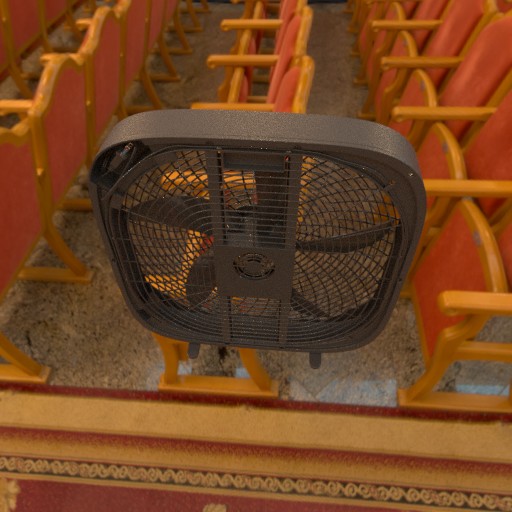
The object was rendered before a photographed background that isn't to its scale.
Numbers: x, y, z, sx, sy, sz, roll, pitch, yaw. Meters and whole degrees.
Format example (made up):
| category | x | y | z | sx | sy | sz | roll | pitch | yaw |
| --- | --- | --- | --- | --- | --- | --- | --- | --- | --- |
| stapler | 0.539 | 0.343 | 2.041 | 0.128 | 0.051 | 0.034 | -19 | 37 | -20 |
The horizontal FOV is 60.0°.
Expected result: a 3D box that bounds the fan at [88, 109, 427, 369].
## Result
| category | x | y | z | sx | sy | sz | roll | pitch | yaw |
| --- | --- | --- | --- | --- | --- | --- | --- | --- | --- |
| fan | 0.000 | 0.000 | 0.815 | 0.526 | 0.533 | 0.142 | 4 | 46 | 4 |
